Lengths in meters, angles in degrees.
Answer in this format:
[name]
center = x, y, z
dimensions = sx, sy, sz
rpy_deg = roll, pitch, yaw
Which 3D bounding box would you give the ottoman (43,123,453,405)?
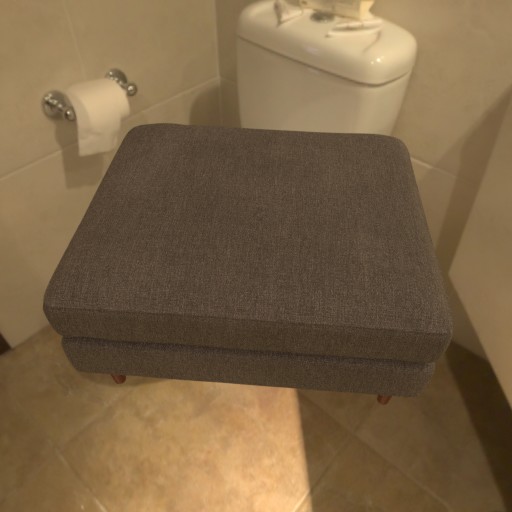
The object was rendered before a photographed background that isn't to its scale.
[ottoman]
center = 0.000, 0.000, 1.206
dimensions = 0.821, 0.474, 0.693
rpy_deg = 3, 47, 3
